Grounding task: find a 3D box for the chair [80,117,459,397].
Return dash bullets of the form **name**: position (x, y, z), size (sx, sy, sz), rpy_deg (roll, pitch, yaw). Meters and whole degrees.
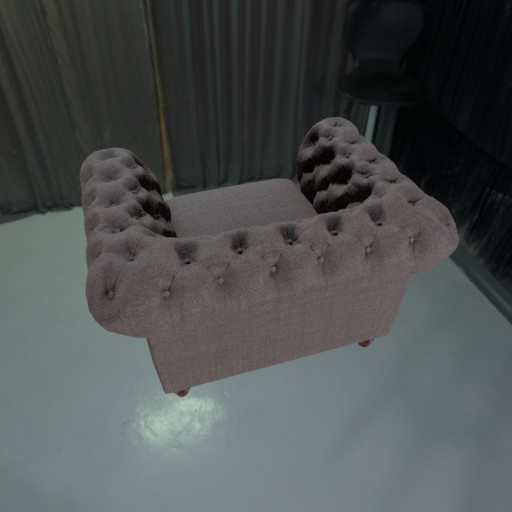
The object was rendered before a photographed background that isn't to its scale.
- **chair**: position (0.000, 0.000, 1.889), size (1.298, 0.780, 0.945), rpy_deg (-12, 42, -13)
